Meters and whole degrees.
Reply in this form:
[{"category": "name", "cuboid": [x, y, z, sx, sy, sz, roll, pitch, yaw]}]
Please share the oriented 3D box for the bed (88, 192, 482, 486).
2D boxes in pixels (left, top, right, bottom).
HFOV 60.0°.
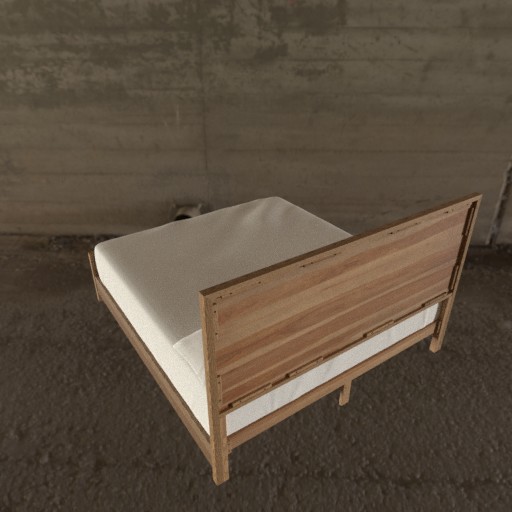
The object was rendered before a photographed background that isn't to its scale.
[{"category": "bed", "cuboid": [0.000, 0.000, 3.441, 2.013, 1.295, 2.184, -19, 35, -29]}]
